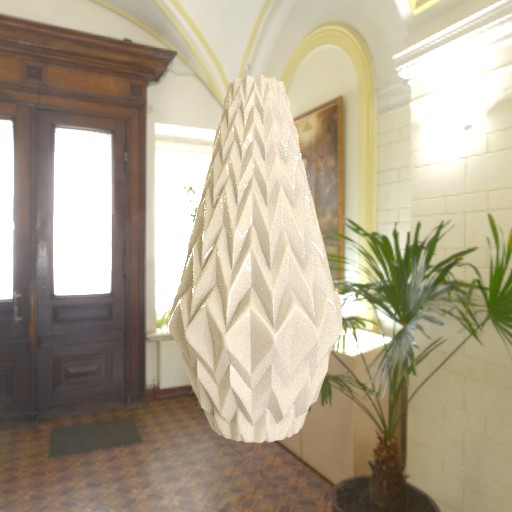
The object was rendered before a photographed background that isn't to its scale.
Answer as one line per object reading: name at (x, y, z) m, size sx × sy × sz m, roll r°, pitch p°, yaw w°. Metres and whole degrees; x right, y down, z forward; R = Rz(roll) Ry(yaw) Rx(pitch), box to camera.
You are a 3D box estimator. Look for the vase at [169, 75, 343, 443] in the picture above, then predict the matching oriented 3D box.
vase at (0.000, 0.000, 0.428) m, size 0.167 × 0.328 × 0.167 m, roll 0°, pitch 1°, yaw 0°
